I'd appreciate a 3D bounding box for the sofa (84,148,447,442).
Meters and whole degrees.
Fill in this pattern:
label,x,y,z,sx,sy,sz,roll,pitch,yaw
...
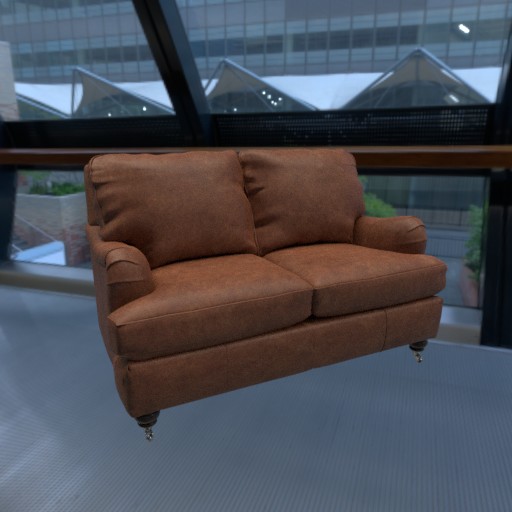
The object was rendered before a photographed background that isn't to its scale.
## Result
label,x,y,z,sx,sy,sz,roll,pitch,yaw
sofa,0.000,0.000,2.171,1.527,1.004,1.077,-7,17,-25
